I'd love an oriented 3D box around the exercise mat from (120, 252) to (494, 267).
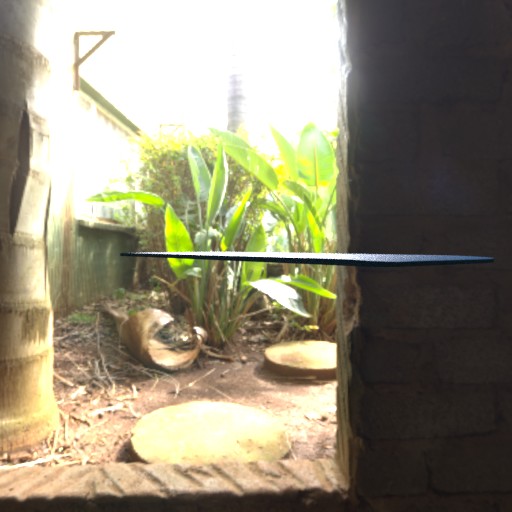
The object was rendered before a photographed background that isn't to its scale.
[{"bbox_3d":[0.000,0.000,2.028,0.616,0.021,1.869,-1,1,-37],"label":"exercise mat"}]
